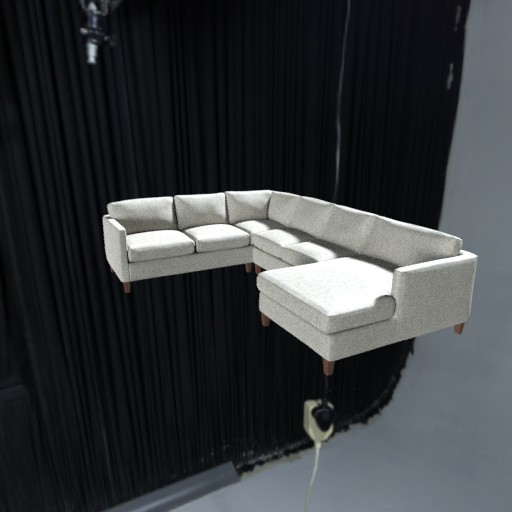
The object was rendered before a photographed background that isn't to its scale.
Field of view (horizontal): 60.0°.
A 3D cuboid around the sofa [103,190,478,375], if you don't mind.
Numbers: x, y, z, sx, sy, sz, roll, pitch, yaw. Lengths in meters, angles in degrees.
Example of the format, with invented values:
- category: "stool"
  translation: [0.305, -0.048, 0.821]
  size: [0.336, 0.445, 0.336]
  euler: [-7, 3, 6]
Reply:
- category: "sofa"
  translation: [0.000, 0.000, 4.763]
  size: [2.593, 0.959, 3.460]
  euler: [-9, 18, -27]
